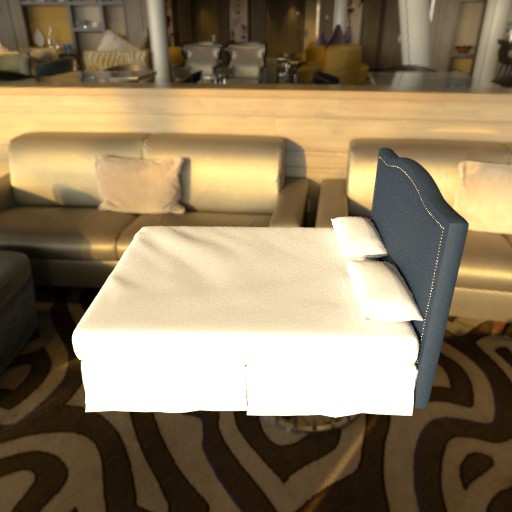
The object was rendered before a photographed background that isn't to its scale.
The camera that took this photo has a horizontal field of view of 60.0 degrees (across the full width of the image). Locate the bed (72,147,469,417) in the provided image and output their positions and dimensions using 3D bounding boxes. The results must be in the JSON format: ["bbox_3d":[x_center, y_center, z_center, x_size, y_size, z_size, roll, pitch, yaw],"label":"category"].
[{"bbox_3d":[0.000,0.000,3.375,2.282,1.436,1.821,1,27,1],"label":"bed"}]
